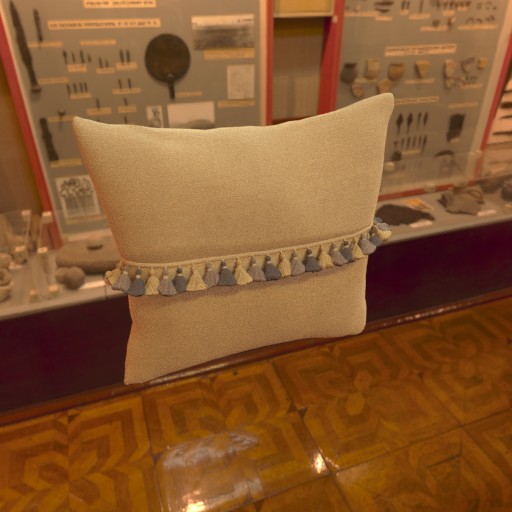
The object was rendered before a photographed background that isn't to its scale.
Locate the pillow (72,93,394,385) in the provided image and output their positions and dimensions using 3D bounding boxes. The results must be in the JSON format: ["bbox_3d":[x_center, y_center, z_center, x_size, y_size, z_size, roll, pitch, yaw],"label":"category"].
[{"bbox_3d":[0.000,0.000,0.729,0.489,0.481,0.165,-10,33,-15],"label":"pillow"}]
